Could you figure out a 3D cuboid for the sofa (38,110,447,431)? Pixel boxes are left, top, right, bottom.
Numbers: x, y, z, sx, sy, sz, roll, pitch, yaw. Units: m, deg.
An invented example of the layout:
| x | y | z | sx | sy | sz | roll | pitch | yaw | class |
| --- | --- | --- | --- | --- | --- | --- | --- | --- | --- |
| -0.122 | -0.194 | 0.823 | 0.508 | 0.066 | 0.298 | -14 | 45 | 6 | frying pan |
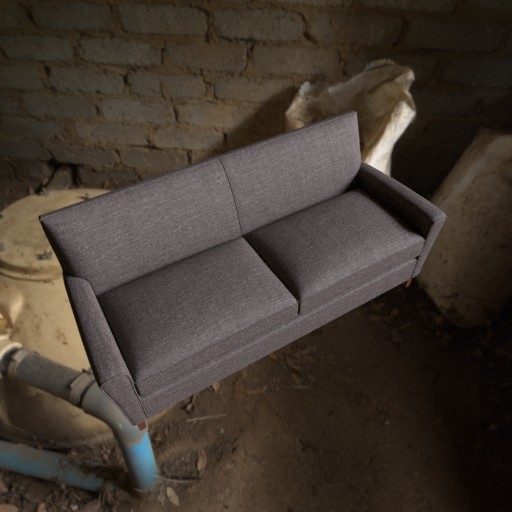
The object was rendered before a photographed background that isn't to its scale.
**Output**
| x | y | z | sx | sy | sz | roll | pitch | yaw | class |
| --- | --- | --- | --- | --- | --- | --- | --- | --- | --- |
| 0.000 | 0.000 | 2.486 | 1.976 | 0.846 | 0.875 | -24 | 52 | -20 | sofa |
